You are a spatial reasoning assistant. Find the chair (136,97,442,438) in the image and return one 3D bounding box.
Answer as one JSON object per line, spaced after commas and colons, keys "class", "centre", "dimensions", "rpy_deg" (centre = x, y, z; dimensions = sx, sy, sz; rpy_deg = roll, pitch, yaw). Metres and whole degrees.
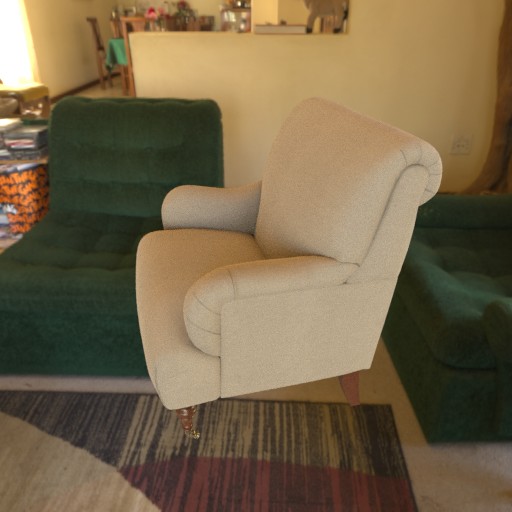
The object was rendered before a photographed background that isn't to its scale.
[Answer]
{"class": "chair", "centre": [0.000, 0.000, 1.547], "dimensions": [0.842, 0.942, 0.766], "rpy_deg": [-8, 30, -13]}
